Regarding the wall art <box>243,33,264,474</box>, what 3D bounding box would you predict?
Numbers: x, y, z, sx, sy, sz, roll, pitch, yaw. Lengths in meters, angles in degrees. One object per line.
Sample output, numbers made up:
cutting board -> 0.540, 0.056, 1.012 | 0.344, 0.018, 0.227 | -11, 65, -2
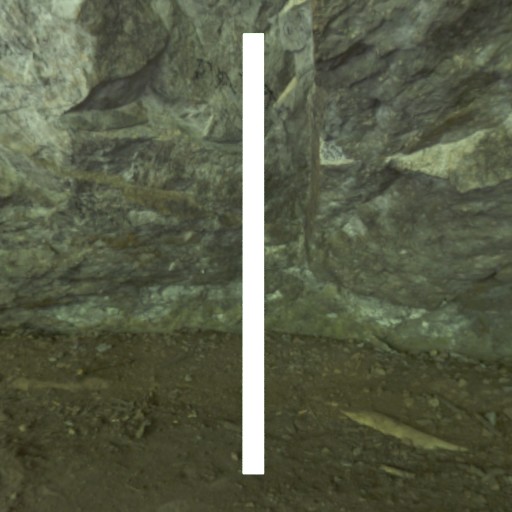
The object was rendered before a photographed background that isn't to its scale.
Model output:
wall art -> 0.000, 0.000, 1.144 | 0.036, 0.760, 0.760 | 0, -1, 1
